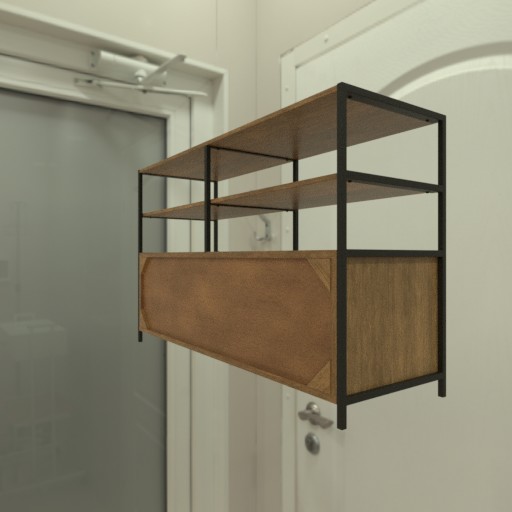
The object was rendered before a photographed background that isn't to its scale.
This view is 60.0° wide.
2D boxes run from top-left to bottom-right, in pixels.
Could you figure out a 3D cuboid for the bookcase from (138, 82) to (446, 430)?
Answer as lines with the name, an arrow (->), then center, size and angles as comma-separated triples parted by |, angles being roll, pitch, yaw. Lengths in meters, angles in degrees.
bookcase -> 0.000, 0.000, 1.483 | 0.391, 0.712, 1.149 | 0, 0, -35
